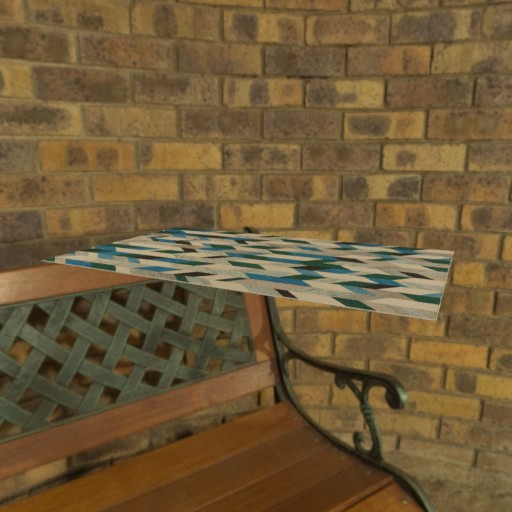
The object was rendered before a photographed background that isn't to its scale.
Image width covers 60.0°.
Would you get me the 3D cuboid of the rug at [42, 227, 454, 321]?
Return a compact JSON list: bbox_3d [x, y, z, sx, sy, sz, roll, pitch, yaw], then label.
[{"bbox_3d":[0.000,0.000,3.046,2.433,0.007,1.507,6,14,26],"label":"rug"}]
